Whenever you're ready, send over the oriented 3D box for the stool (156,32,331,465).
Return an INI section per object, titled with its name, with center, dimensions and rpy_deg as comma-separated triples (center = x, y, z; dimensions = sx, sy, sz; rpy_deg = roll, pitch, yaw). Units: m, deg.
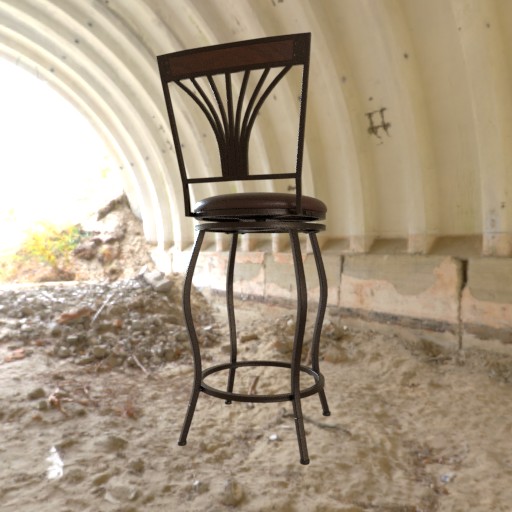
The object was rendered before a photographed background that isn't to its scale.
[stool]
center = 0.000, 0.000, 1.384
dimensions = 0.433, 1.117, 0.514
rpy_deg = 0, 1, 18
